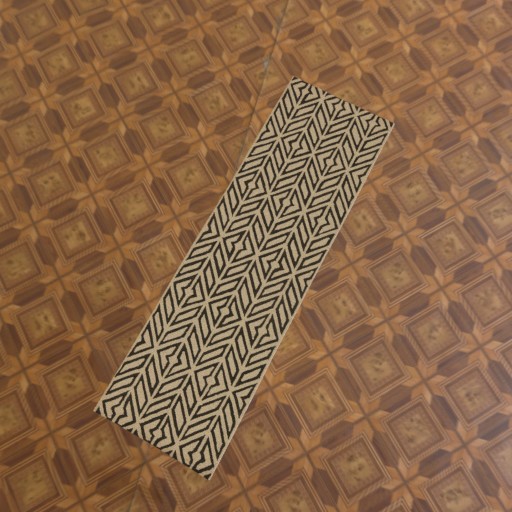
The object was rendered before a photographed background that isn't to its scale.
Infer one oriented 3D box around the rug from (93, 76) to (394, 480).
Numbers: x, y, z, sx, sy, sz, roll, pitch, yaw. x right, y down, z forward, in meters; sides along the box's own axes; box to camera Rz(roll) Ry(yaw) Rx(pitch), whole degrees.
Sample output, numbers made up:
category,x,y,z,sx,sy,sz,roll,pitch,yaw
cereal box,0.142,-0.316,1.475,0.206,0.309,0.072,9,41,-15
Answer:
category,x,y,z,sx,sy,sz,roll,pitch,yaw
rug,0.000,0.000,2.689,0.750,0.009,2.435,28,78,7
